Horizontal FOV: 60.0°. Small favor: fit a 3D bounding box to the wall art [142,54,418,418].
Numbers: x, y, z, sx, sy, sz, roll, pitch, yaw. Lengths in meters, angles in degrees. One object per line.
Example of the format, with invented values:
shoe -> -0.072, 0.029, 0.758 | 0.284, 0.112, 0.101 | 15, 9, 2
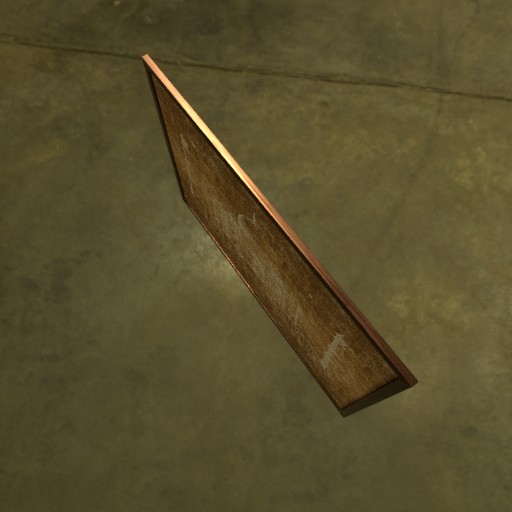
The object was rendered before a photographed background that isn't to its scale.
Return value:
wall art -> 0.000, 0.000, 1.043 | 0.014, 0.559, 0.816 | -33, 70, -14
